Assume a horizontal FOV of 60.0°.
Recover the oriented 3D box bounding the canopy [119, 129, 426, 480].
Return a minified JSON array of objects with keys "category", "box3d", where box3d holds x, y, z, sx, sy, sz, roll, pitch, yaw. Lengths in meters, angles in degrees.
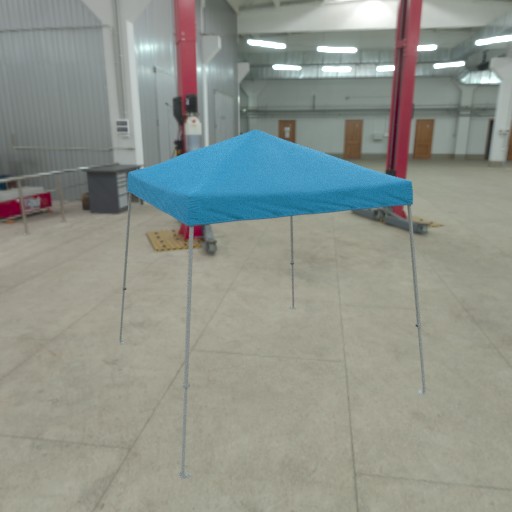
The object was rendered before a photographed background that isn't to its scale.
[{"category":"canopy","box3d":[0.000,0.000,5.197,2.849,2.850,2.850,-8,17,-26]}]
